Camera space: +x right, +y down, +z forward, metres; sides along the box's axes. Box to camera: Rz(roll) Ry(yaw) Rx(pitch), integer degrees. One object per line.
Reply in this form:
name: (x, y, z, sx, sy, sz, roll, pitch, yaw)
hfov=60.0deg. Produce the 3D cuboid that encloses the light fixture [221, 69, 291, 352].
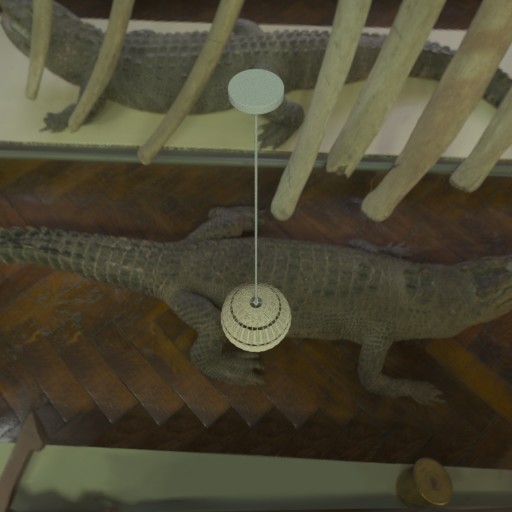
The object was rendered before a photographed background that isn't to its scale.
light fixture: (0.000, 0.000, 2.195, 0.457, 2.019, 0.457, 2, 60, 1)
